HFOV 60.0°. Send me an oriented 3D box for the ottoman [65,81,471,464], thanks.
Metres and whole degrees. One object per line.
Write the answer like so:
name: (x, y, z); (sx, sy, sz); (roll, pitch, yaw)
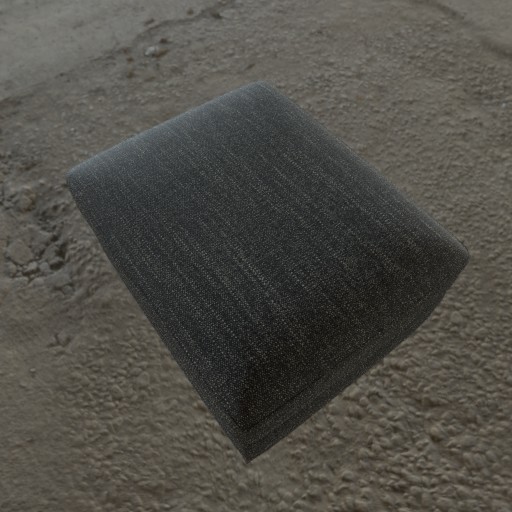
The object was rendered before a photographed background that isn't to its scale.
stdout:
ottoman: (0.000, 0.000, 1.222); (0.667, 0.491, 0.814); (-32, 63, -19)
